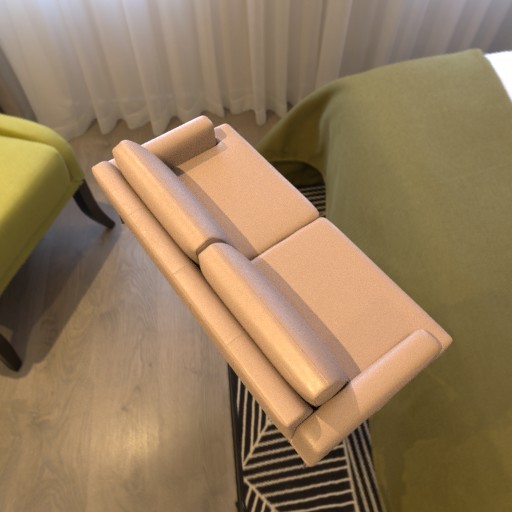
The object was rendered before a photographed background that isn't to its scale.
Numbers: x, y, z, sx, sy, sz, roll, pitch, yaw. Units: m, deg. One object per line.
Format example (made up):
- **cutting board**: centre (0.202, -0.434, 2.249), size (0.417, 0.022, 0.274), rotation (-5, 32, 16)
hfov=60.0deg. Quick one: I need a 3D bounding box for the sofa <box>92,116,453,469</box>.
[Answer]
- **sofa**: centre (0.000, 0.000, 2.388), size (0.974, 0.765, 1.940), rotation (-33, 64, -19)
